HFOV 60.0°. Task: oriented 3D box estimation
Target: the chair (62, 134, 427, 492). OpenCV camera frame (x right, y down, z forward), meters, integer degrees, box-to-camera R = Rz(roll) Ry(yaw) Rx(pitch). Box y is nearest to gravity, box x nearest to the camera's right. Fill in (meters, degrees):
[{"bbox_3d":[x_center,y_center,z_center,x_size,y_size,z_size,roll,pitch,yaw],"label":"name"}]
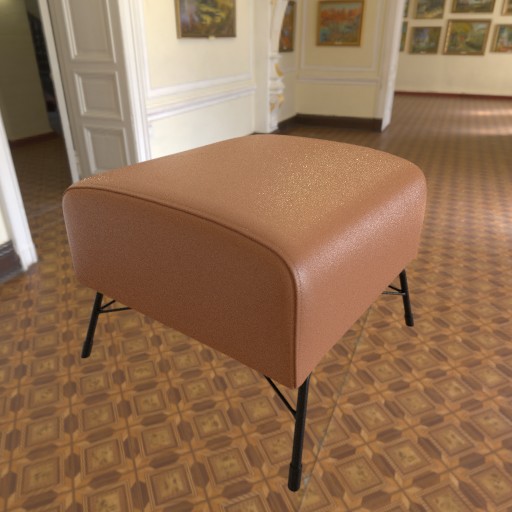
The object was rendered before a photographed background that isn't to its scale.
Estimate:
[{"bbox_3d":[0.000,0.000,0.888,0.530,0.410,0.530,18,31,32],"label":"chair"}]
